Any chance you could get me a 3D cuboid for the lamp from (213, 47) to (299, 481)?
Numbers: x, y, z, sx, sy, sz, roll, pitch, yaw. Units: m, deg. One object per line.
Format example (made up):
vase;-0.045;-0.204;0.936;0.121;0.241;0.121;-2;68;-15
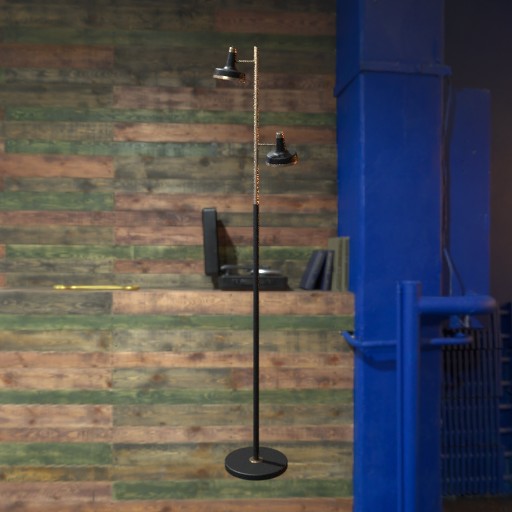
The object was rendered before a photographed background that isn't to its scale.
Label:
lamp;0.000;0.000;1.778;0.351;1.674;0.253;0;0;-1
